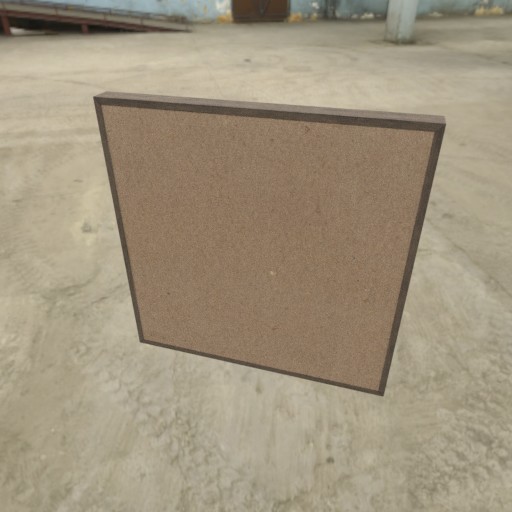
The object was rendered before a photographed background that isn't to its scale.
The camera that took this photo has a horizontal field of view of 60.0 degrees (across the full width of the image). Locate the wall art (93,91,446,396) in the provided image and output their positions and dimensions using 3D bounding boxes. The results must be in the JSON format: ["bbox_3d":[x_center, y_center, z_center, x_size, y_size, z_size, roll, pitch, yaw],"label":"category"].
[{"bbox_3d":[0.000,0.000,0.767,0.508,0.508,0.038,9,34,14],"label":"wall art"}]
